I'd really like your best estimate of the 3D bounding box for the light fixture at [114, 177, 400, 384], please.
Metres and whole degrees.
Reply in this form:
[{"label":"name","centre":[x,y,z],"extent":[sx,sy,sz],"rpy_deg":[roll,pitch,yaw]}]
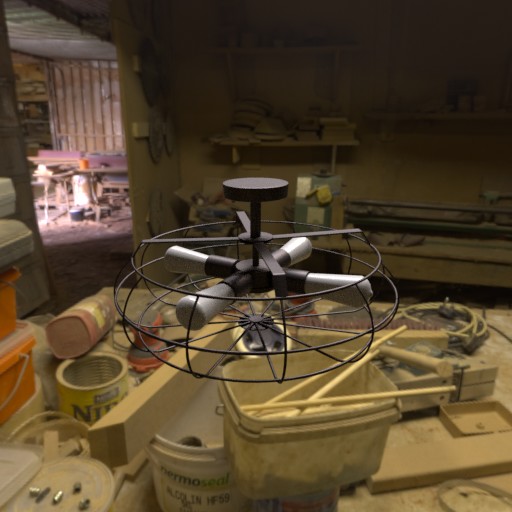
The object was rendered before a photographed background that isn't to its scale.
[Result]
[{"label":"light fixture","centre":[0.000,0.000,0.931],"extent":[0.582,0.311,0.582],"rpy_deg":[0,17,0]}]
